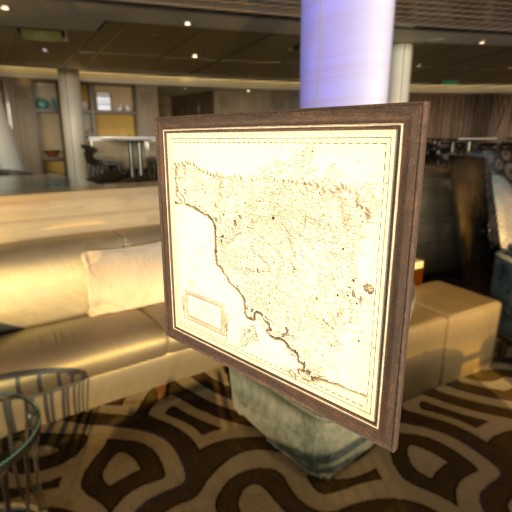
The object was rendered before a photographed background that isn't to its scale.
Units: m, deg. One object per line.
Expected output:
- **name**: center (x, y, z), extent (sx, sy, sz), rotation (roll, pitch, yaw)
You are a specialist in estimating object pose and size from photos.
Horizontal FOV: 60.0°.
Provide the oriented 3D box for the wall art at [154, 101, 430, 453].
- **wall art**: center (0.000, 0.000, 1.410), extent (1.033, 0.875, 0.023), rotation (14, 20, 43)
